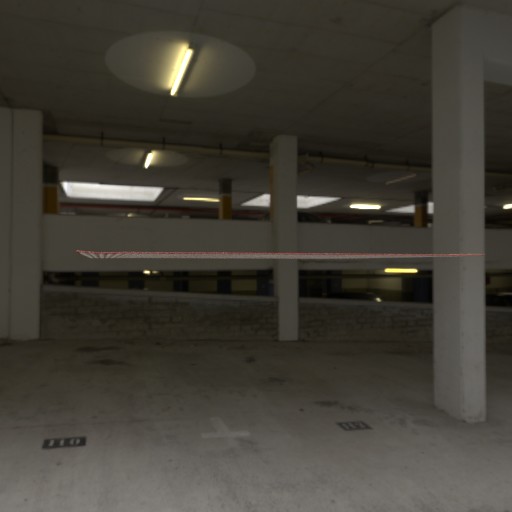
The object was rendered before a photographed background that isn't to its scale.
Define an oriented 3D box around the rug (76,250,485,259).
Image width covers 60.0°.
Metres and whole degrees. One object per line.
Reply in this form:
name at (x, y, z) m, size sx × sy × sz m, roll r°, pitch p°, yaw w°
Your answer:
rug at (0.000, 0.000, 4.253) m, size 3.086 × 0.030 × 2.489 m, roll 0°, pitch -1°, yaw -19°
